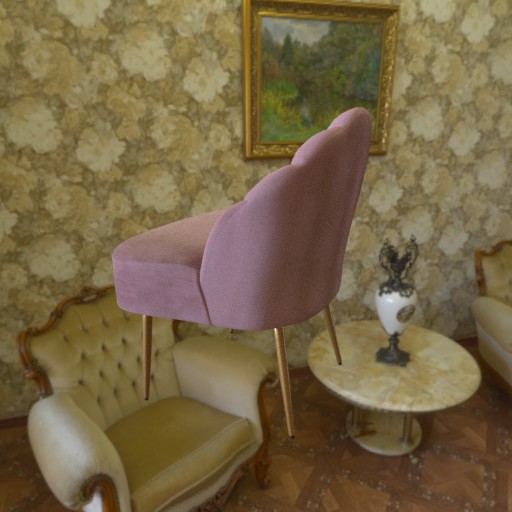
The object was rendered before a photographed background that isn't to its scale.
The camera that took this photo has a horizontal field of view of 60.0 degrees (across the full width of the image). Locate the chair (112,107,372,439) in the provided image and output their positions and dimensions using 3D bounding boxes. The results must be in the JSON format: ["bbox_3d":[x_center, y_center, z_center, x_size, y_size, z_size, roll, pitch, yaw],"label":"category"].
[{"bbox_3d":[0.000,0.000,1.305,0.599,0.819,0.657,8,18,26],"label":"chair"}]
